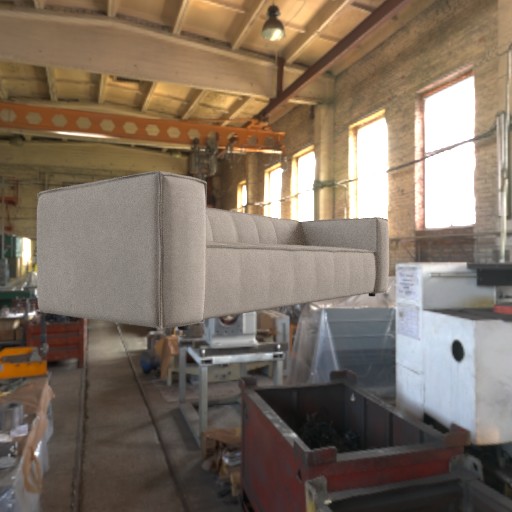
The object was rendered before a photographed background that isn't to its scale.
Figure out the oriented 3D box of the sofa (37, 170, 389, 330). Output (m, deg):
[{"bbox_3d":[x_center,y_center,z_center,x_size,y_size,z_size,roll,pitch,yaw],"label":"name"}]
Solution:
[{"bbox_3d":[0.000,0.000,3.135,1.038,0.680,2.697,0,-1,36],"label":"sofa"}]
